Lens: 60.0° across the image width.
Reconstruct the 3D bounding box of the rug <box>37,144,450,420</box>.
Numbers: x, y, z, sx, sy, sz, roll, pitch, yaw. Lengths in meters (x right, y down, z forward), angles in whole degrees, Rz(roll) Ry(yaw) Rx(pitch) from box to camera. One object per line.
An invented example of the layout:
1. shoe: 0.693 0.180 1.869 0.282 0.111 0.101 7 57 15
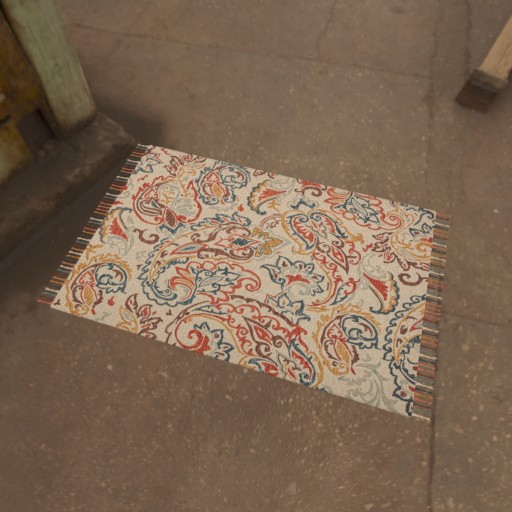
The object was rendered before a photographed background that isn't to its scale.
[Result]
1. rug: 0.000 0.000 2.429 1.997 0.010 1.218 15 59 9
